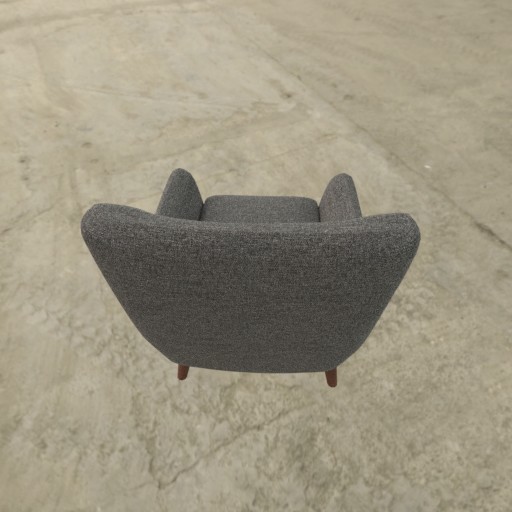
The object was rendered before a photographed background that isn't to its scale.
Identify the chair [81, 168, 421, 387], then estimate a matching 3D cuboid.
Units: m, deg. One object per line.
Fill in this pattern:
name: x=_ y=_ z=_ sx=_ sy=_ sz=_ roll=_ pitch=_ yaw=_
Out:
chair: x=0.000 y=0.000 z=1.751 sx=0.889 sy=1.039 sz=0.940 roll=2 pitch=45 yaw=2
